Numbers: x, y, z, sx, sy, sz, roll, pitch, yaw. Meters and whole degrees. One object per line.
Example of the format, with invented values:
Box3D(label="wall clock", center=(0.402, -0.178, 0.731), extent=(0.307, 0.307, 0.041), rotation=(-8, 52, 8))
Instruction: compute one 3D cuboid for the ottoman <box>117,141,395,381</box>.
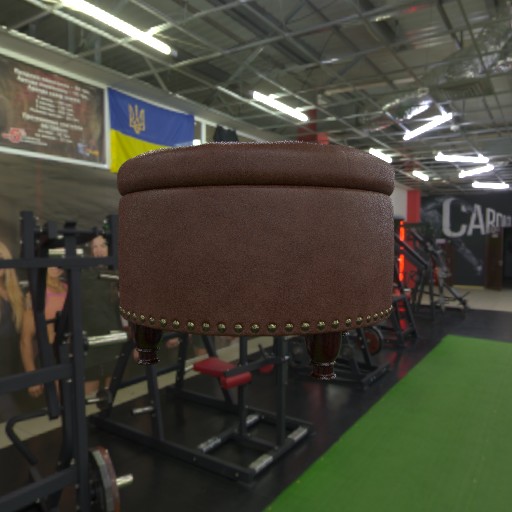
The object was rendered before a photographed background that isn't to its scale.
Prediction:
Box3D(label="ottoman", center=(0.000, 0.000, 1.070), extent=(0.637, 0.442, 0.637), rotation=(0, 2, 0))
